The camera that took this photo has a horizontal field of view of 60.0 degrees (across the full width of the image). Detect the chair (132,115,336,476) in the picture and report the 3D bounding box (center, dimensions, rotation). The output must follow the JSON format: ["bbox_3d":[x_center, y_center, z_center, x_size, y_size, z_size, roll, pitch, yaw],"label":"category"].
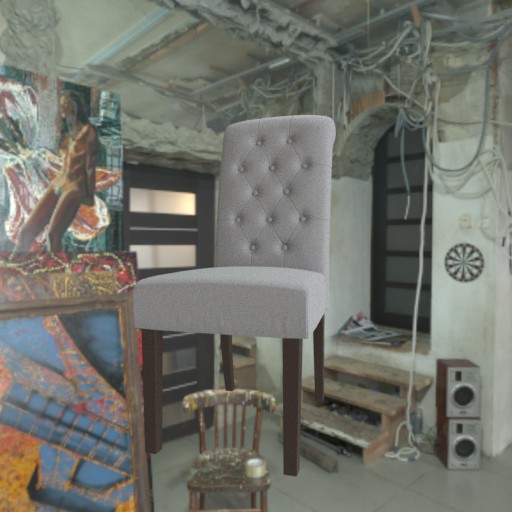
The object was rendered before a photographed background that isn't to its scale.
[{"bbox_3d":[0.000,0.000,1.381,0.456,1.006,0.671,0,1,17],"label":"chair"}]
